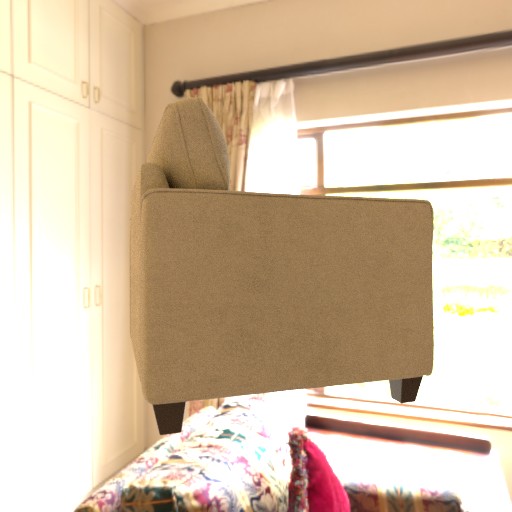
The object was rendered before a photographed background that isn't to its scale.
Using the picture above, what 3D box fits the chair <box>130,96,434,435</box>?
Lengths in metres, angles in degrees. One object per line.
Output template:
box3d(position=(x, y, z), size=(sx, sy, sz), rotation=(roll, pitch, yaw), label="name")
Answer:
box3d(position=(0.000, 0.000, 1.764), size=(0.939, 0.965, 1.015), rotation=(0, 1, -18), label="chair")
